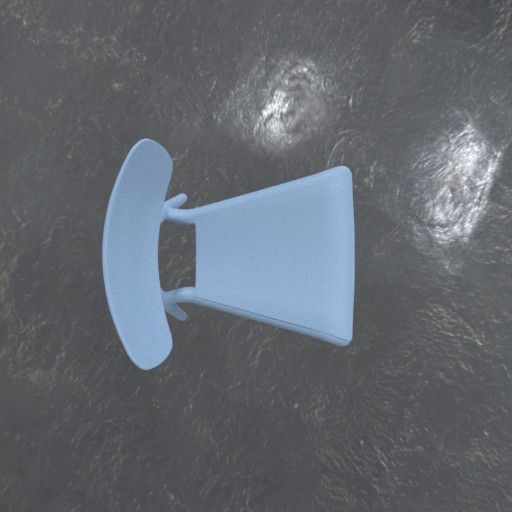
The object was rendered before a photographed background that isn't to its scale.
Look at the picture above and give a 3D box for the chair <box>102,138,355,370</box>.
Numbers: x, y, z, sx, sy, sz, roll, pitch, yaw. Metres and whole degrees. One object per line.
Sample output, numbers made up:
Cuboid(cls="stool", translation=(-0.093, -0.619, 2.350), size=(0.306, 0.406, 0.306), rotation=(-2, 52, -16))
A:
Cuboid(cls="chair", translation=(0.000, 0.000, 0.823), size=(0.401, 0.580, 0.356), rotation=(0, 89, 1))
